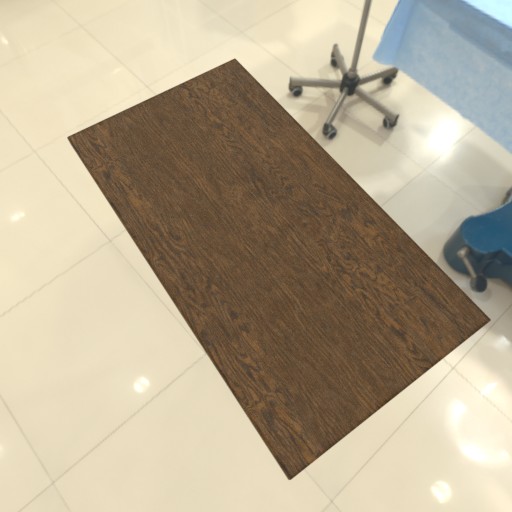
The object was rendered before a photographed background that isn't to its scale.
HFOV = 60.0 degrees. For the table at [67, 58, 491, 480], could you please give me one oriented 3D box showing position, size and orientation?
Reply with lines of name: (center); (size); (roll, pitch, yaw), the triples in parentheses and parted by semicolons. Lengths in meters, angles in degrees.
table: (0.000, 0.000, 2.483); (1.078, 0.795, 1.989); (-32, 67, -15)
